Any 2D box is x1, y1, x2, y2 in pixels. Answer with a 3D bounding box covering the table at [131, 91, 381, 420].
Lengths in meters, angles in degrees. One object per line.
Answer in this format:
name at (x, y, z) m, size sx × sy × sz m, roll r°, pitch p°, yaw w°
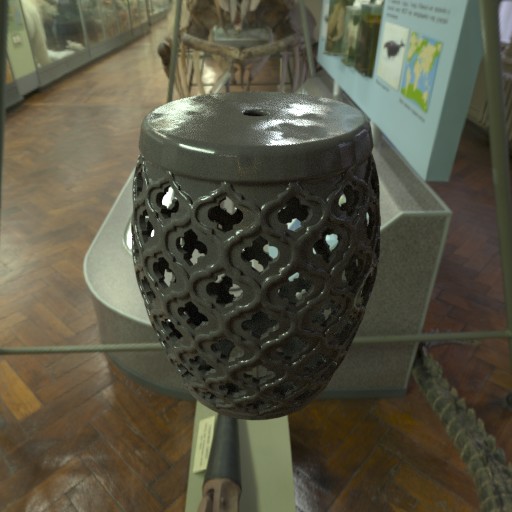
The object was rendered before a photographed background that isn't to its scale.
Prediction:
table at (0.000, 0.000, 0.613) m, size 0.325 × 0.388 × 0.325 m, roll 0°, pitch 32°, yaw 0°
